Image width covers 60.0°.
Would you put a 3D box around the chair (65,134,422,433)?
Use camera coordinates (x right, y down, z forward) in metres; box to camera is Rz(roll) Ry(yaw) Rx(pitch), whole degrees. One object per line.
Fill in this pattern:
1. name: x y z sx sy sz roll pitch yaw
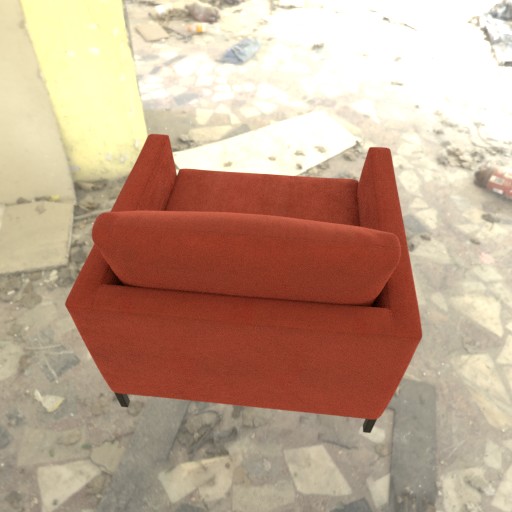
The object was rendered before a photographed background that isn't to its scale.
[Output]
1. chair: 0.000 0.000 1.581 0.964 0.812 0.875 4 47 4
